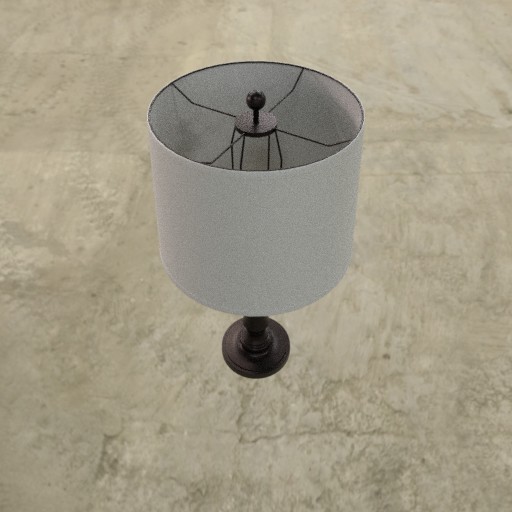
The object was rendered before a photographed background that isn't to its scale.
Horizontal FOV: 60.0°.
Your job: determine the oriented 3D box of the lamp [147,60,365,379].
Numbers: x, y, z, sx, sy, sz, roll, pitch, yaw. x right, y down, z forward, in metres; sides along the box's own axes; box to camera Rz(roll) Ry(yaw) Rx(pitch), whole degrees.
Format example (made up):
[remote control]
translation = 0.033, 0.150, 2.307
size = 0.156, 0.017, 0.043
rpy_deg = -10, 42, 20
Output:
[lamp]
translation = 0.000, 0.000, 0.929
size = 0.383, 0.726, 0.383
rpy_deg = 0, 47, 0
